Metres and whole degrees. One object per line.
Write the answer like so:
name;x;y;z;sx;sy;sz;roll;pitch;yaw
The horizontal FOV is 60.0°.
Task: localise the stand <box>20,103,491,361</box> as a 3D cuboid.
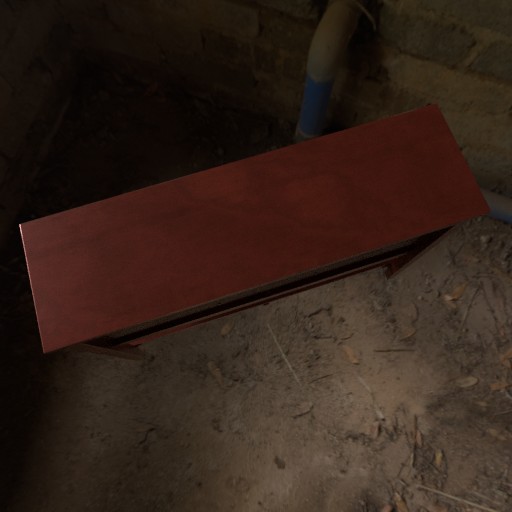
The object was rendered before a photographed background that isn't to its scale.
stand;0.000;0.000;1.752;1.362;0.872;0.410;-17;75;-5
